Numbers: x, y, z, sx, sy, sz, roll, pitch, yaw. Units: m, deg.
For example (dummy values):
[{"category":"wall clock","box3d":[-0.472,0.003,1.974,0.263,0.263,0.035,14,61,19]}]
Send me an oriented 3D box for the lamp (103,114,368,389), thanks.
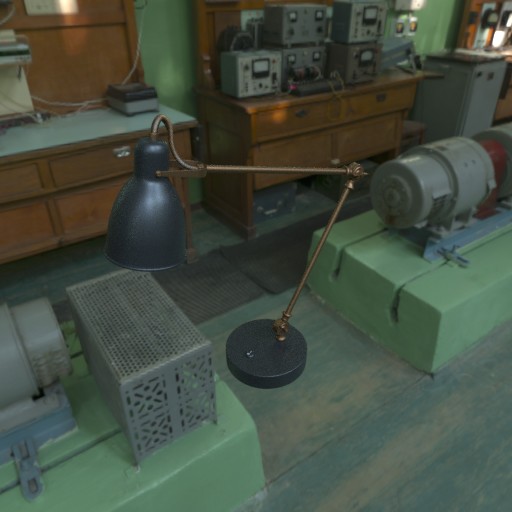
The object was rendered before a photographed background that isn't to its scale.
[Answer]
[{"category":"lamp","box3d":[0.000,0.000,0.864,0.561,0.587,0.187,-22,38,-30]}]
